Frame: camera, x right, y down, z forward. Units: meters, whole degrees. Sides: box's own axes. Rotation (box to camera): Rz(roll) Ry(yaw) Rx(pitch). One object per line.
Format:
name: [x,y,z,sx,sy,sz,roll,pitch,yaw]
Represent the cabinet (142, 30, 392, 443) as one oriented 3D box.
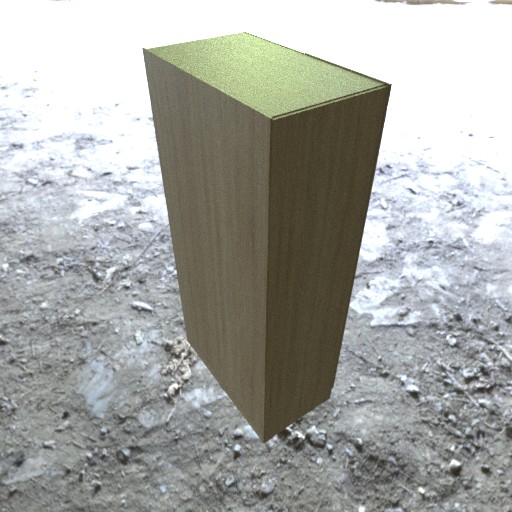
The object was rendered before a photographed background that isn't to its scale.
cabinet: [0.000,0.000,2.553,0.590,2.121,1.001,-24,46,-26]
